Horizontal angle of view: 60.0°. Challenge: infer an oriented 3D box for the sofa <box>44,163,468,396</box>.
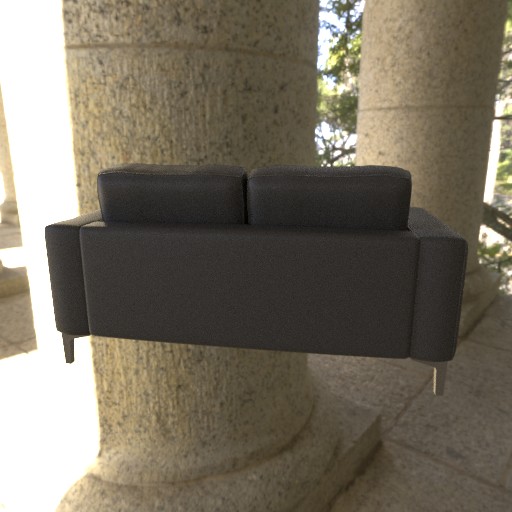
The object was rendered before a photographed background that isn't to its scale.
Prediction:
[{"bbox_3d":[0.000,0.000,2.157,1.726,0.892,0.833,2,15,9],"label":"sofa"}]
